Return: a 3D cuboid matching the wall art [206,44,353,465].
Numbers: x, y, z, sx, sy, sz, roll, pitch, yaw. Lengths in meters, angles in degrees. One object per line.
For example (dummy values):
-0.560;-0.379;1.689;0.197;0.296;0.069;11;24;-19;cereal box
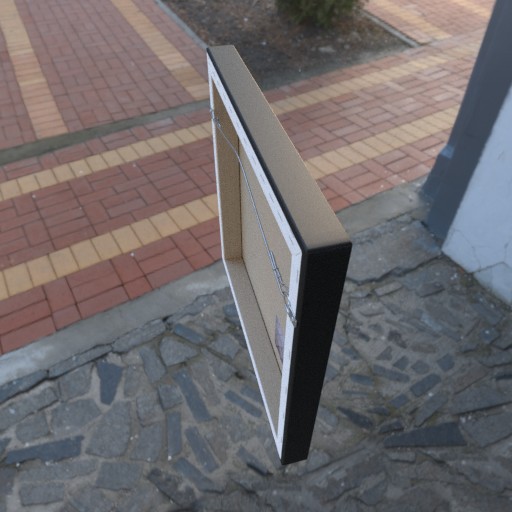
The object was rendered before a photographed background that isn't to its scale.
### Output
0.000;0.000;0.598;0.041;0.407;0.406;-10;46;-10;wall art
